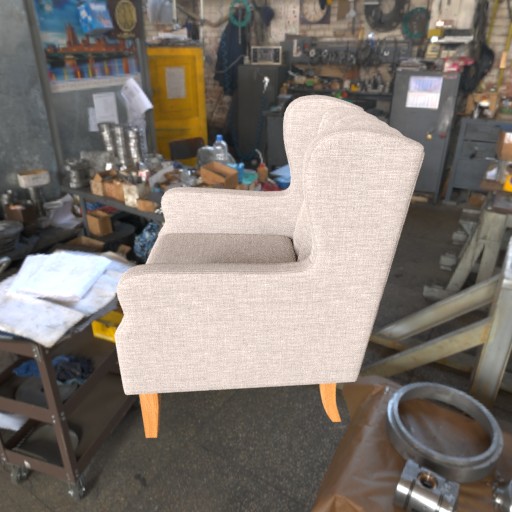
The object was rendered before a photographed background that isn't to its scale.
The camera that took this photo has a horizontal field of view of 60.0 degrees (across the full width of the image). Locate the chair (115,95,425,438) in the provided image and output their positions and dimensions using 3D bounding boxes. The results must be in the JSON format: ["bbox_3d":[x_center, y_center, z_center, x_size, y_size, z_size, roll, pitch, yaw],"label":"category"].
[{"bbox_3d":[0.000,0.000,1.453,0.760,0.930,0.710,-1,26,-1],"label":"chair"}]
